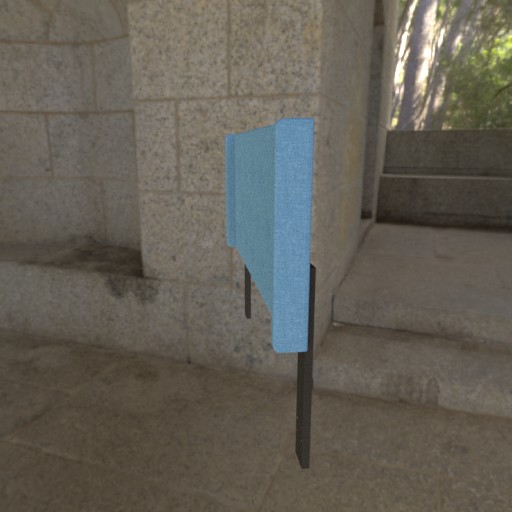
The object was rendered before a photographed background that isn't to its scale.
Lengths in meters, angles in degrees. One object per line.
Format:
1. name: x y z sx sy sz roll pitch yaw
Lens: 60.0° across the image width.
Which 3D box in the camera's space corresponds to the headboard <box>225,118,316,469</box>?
1. headboard: 0.000 0.000 2.764 0.184 1.524 2.051 -2 14 -9
